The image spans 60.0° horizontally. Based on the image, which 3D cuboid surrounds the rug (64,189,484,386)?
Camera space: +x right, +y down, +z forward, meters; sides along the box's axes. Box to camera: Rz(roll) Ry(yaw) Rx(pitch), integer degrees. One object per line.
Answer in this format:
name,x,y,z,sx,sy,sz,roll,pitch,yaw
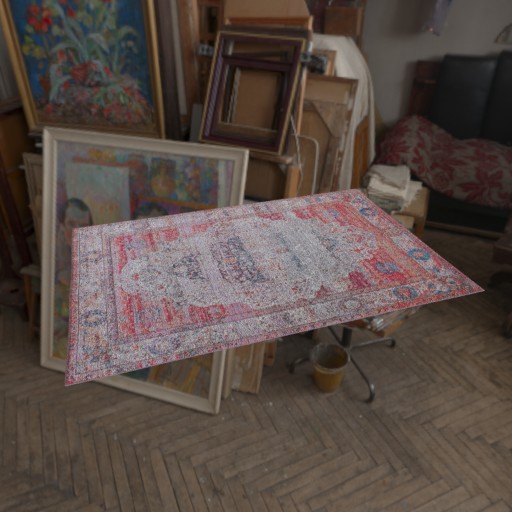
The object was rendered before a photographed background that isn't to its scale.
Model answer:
rug,0.000,0.000,2.300,1.829,0.006,1.219,-10,34,-15
